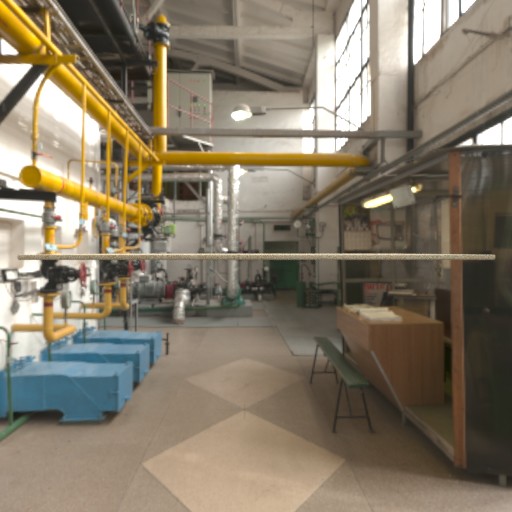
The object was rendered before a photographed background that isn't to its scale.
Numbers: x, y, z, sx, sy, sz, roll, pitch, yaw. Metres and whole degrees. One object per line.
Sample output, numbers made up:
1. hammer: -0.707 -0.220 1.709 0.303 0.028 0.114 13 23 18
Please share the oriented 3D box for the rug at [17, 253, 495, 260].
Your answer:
1. rug: 0.000 0.000 2.924 2.346 0.025 1.500 0 1 -1
